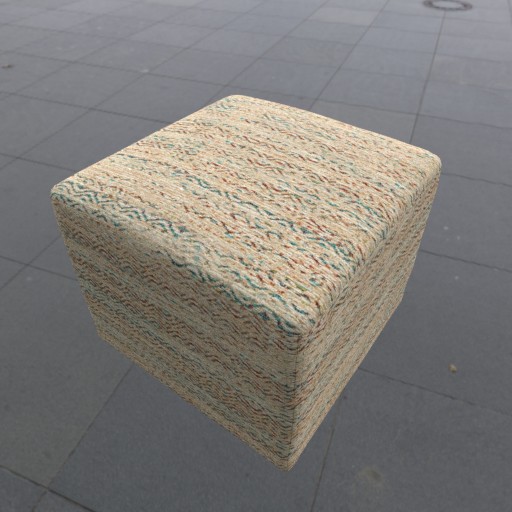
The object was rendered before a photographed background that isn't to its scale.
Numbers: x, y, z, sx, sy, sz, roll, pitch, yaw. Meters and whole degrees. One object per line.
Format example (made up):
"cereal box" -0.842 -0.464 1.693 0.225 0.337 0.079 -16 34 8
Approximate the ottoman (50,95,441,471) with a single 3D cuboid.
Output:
"ottoman" 0.000 0.000 0.902 0.512 0.453 0.521 26 48 26
